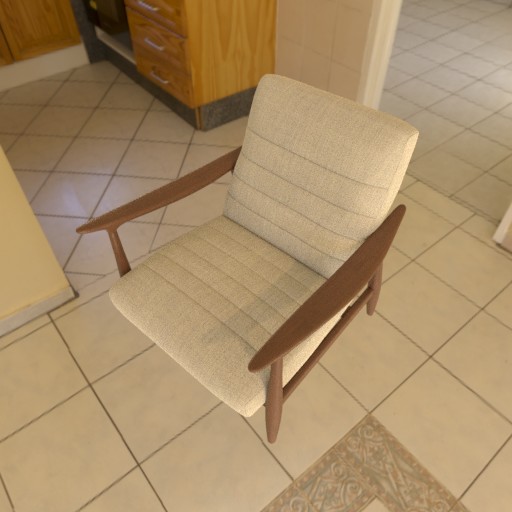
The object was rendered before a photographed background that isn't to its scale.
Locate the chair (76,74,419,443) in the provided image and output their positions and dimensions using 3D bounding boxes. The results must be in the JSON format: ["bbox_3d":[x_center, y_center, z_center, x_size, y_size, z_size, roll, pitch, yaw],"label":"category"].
[{"bbox_3d":[0.000,0.000,1.452,0.741,0.832,0.798,33,55,27],"label":"chair"}]
